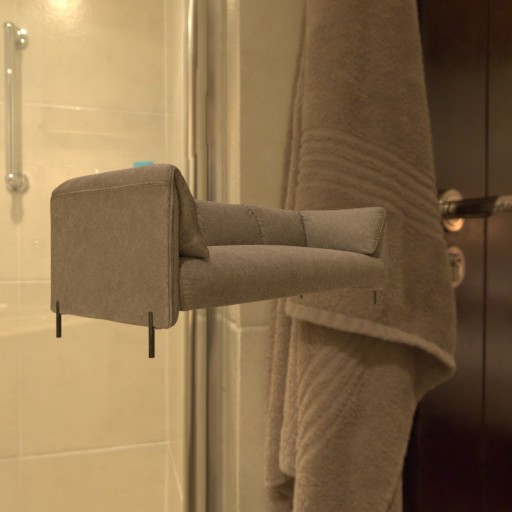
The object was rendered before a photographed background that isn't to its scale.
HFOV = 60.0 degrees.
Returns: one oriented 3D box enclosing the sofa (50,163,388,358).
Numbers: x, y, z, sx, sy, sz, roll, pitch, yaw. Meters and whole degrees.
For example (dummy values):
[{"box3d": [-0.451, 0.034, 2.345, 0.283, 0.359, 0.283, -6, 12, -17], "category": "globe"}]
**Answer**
[{"box3d": [0.000, 0.000, 2.766, 0.899, 0.758, 2.238, 0, 1, 37], "category": "sofa"}]
